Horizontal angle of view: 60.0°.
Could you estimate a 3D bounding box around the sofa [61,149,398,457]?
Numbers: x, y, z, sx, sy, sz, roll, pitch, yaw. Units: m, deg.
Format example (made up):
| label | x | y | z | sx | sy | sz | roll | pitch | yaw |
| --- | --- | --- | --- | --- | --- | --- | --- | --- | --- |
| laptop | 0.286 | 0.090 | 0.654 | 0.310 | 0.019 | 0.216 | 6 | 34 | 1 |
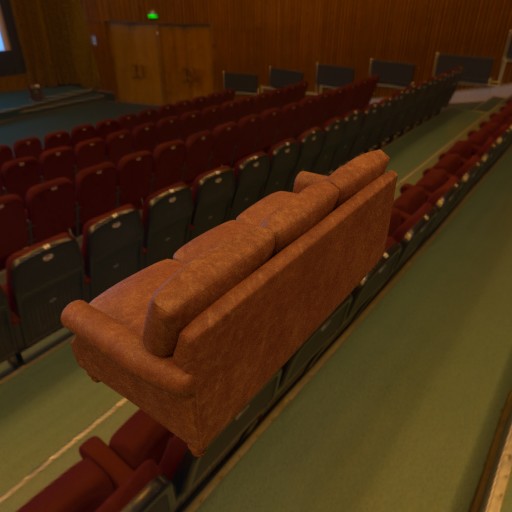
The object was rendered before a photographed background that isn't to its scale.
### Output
| label | x | y | z | sx | sy | sz | roll | pitch | yaw |
| --- | --- | --- | --- | --- | --- | --- | --- | --- | --- |
| sofa | 0.000 | 0.000 | 2.856 | 0.973 | 0.977 | 2.351 | 21 | 38 | 30 |
